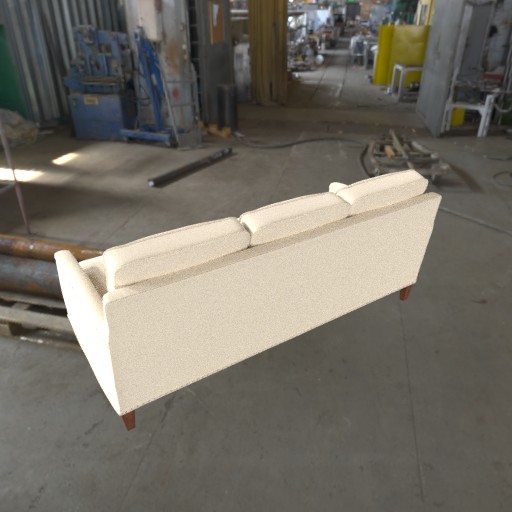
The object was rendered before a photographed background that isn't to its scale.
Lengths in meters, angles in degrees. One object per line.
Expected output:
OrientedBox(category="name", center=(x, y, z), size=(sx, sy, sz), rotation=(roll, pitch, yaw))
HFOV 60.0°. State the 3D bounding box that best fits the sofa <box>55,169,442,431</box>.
OrientedBox(category="sofa", center=(0.000, 0.000, 2.860), size=(2.246, 1.003, 1.084), rotation=(-18, 34, -29))
